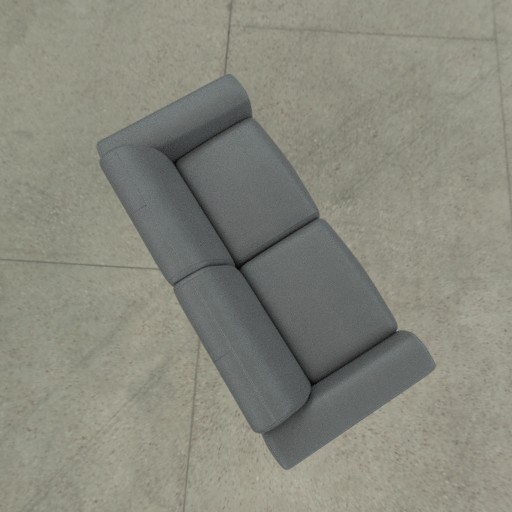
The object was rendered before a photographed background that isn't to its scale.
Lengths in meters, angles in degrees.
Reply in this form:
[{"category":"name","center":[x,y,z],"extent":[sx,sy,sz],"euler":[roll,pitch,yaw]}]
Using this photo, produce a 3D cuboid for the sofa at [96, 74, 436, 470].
[{"category":"sofa","center":[0.000,0.000,2.362],"extent":[0.900,0.772,1.901],"euler":[-31,77,-8]}]
